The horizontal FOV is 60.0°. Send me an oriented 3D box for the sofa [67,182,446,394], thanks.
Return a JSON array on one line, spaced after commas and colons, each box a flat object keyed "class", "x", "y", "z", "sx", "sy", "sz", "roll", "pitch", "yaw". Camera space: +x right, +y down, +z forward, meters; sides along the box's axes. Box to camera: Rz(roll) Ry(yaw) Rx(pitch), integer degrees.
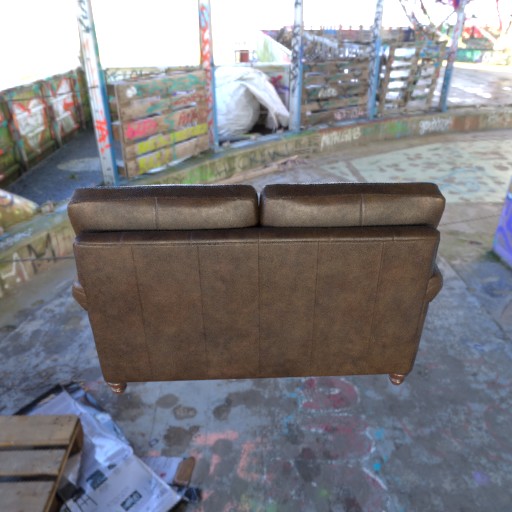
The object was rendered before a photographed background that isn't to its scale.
[{"class": "sofa", "x": 0.000, "y": 0.000, "z": 2.281, "sx": 1.616, "sy": 0.976, "sz": 0.990, "roll": -1, "pitch": 28, "yaw": -2}]
